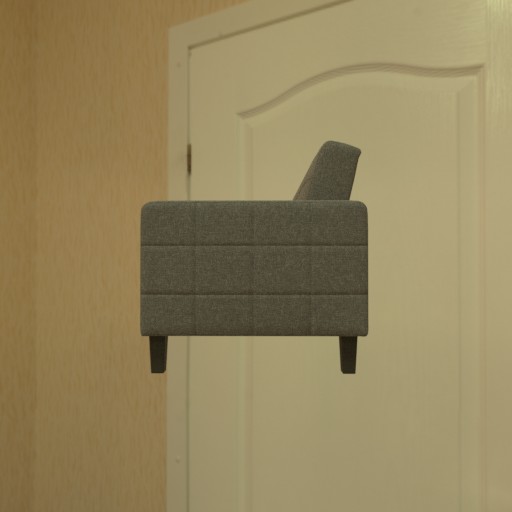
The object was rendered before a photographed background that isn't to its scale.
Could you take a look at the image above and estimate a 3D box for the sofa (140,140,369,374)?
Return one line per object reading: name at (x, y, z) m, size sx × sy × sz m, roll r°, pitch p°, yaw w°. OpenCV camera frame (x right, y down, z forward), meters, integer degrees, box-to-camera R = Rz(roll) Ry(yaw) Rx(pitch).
sofa at (0.000, 0.000, 2.527) m, size 0.810 × 0.850 × 2.040 m, roll 0°, pitch -1°, yaw 1°
